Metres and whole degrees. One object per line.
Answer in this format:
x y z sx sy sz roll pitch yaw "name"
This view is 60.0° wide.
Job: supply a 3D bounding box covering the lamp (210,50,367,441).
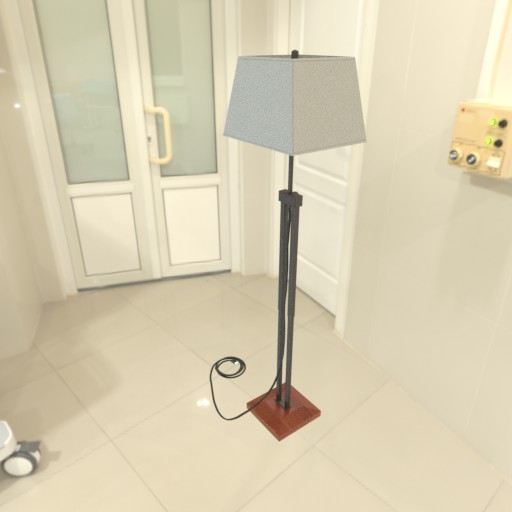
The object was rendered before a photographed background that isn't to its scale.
0.000 0.000 2.024 0.472 1.712 0.745 -18 31 -32 "lamp"
